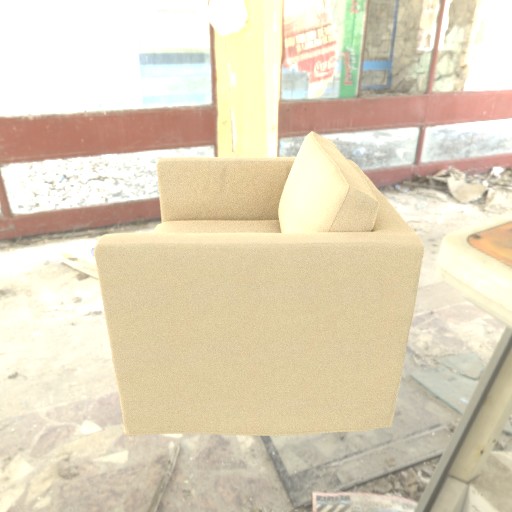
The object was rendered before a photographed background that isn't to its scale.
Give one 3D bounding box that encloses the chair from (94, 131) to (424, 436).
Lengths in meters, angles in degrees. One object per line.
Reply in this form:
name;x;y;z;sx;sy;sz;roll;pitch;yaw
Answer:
chair;0.000;0.000;1.788;0.947;0.851;1.057;0;26;-1
